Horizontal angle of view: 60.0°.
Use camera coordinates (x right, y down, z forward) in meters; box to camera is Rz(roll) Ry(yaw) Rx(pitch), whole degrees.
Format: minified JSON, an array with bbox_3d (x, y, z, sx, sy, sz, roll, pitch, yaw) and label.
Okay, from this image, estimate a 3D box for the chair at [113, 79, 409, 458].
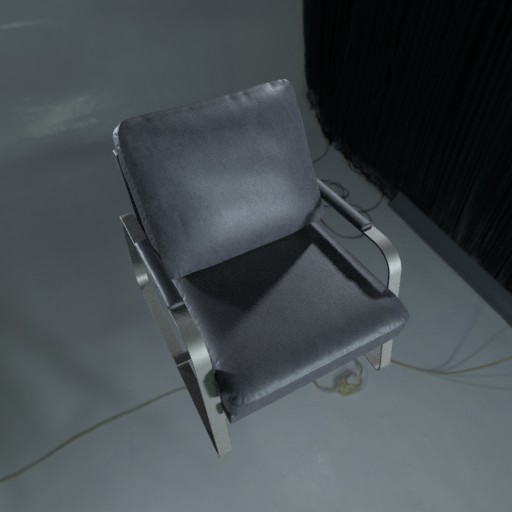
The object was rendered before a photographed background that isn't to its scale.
[{"bbox_3d":[0.000,0.000,1.465,0.692,0.839,0.878,-22,51,-19],"label":"chair"}]
